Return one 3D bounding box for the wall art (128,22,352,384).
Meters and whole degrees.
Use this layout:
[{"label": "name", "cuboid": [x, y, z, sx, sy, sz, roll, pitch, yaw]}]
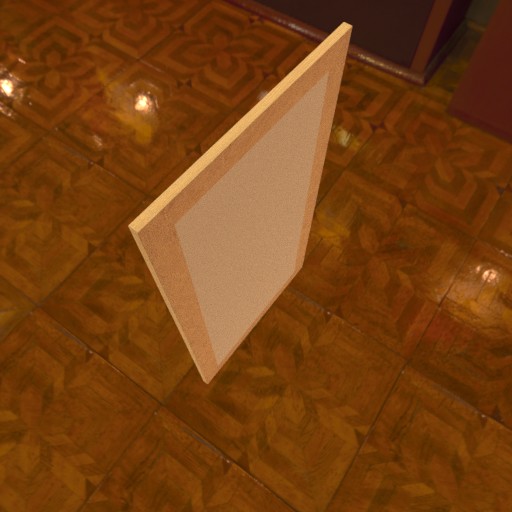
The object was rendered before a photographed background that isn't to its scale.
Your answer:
[{"label": "wall art", "cuboid": [0.000, 0.000, 0.790, 0.013, 0.683, 0.381, 34, 67, 16]}]
